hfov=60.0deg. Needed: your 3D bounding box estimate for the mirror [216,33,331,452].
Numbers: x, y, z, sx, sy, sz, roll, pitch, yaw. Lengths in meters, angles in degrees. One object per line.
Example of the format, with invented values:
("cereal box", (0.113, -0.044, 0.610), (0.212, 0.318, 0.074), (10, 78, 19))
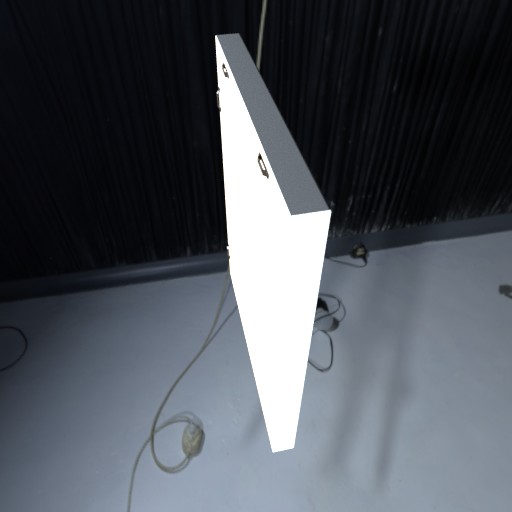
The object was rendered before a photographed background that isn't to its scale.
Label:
("mirror", (0.000, 0.000, 0.683), (0.041, 0.509, 0.406), (-9, 47, -8))
